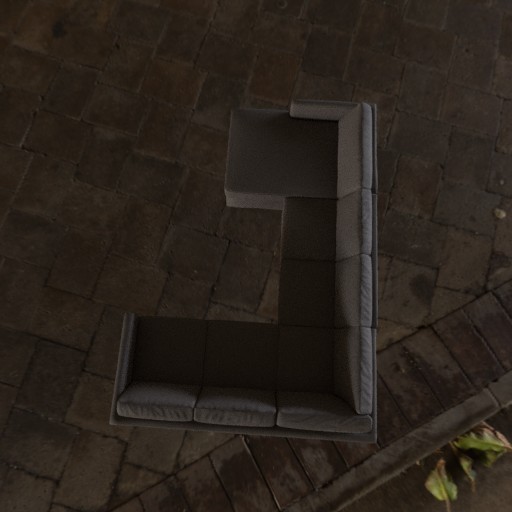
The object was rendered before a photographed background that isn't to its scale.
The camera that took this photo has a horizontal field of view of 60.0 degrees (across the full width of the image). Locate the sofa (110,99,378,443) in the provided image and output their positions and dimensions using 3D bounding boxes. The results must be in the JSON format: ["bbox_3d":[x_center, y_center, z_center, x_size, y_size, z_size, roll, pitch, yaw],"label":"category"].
[{"bbox_3d":[0.000,0.000,4.657,2.476,0.878,3.528,4,75,1],"label":"sofa"}]
